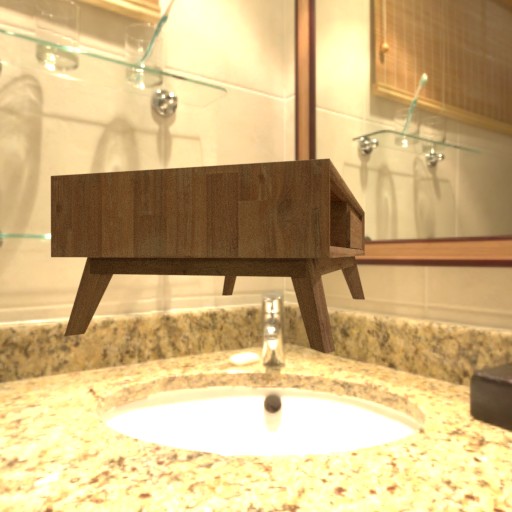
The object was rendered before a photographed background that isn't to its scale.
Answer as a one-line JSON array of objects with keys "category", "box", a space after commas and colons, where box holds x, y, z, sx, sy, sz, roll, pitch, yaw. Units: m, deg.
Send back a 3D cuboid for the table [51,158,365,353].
[{"category": "table", "box": [0.000, 0.000, 2.088, 0.918, 0.531, 1.619, 0, 0, 17]}]
